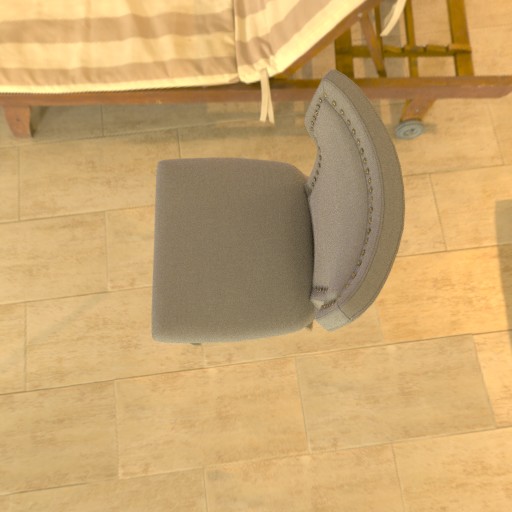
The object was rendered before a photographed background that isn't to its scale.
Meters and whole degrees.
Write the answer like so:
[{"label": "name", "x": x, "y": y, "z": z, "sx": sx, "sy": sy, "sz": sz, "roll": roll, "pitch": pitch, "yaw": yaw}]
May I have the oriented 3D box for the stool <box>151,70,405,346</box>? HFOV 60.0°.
[{"label": "stool", "x": 0.000, "y": 0.000, "z": 1.352, "sx": 0.563, "sy": 1.092, "sz": 0.526, "roll": -1, "pitch": 76, "yaw": 0}]
